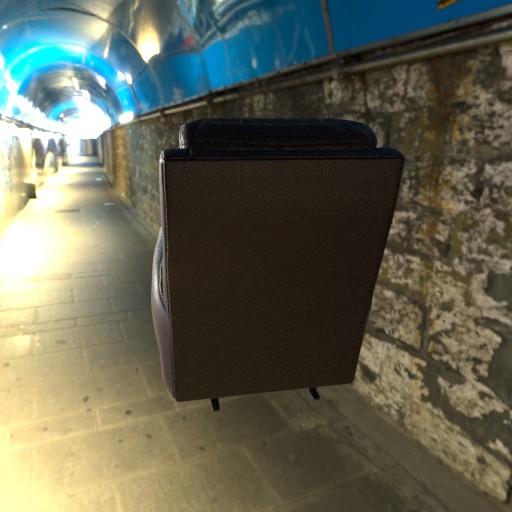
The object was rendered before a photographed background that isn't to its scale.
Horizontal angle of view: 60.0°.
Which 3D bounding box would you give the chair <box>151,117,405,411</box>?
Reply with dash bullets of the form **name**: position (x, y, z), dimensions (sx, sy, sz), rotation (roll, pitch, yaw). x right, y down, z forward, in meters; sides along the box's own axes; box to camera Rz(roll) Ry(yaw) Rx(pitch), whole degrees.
- **chair**: position (0.000, 0.000, 1.801), dimensions (0.829, 1.030, 1.080), rotation (-3, 14, -11)
